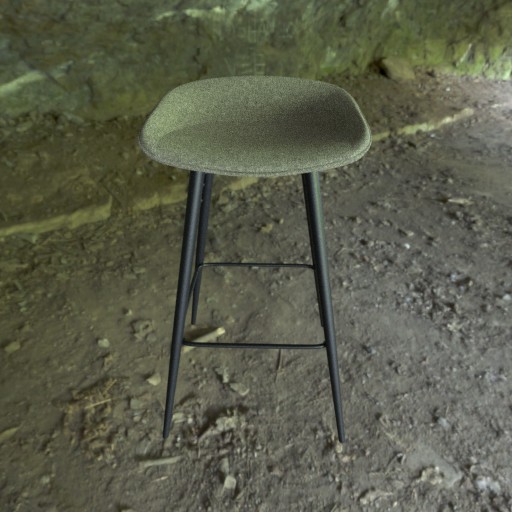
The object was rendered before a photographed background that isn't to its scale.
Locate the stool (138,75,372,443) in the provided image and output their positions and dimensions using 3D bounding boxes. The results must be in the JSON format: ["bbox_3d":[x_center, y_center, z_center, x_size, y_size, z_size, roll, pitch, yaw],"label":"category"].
[{"bbox_3d":[0.000,0.000,1.139,0.469,0.814,0.480,1,30,2],"label":"stool"}]
